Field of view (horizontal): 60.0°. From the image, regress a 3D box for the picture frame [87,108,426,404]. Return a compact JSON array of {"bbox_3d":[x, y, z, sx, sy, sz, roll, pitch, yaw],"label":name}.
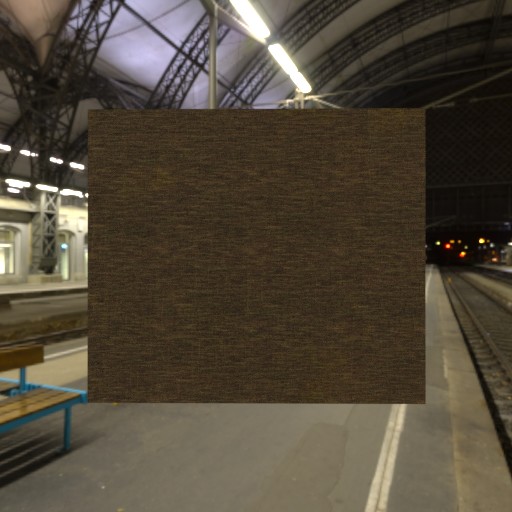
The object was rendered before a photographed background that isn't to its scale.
[{"bbox_3d":[0.000,0.000,0.513,0.378,0.330,0.033,0,0,1],"label":"picture frame"}]
